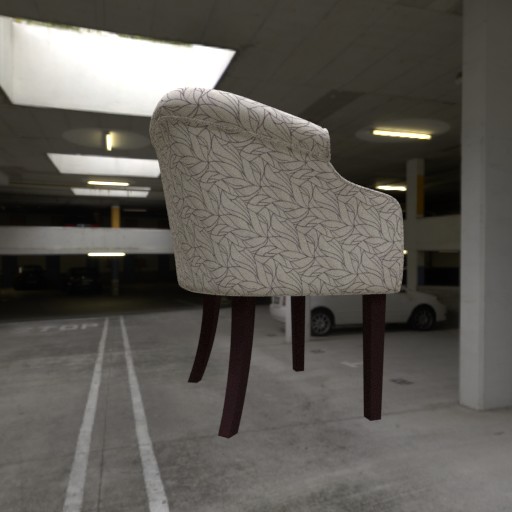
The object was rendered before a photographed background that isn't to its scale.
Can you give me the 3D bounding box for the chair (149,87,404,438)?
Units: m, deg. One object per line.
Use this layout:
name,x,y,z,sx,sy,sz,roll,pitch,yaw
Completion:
chair,0.000,0.000,1.328,0.613,0.858,0.686,0,1,-18
